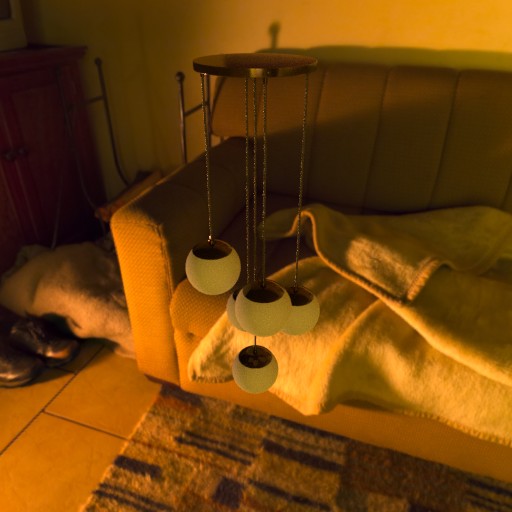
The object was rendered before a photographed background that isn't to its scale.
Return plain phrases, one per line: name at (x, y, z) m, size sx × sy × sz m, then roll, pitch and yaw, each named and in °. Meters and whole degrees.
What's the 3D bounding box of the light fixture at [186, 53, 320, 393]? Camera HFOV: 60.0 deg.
light fixture at (0.000, 0.000, 1.558) m, size 0.489 × 1.271 × 0.484 m, roll 0°, pitch 30°, yaw -1°
